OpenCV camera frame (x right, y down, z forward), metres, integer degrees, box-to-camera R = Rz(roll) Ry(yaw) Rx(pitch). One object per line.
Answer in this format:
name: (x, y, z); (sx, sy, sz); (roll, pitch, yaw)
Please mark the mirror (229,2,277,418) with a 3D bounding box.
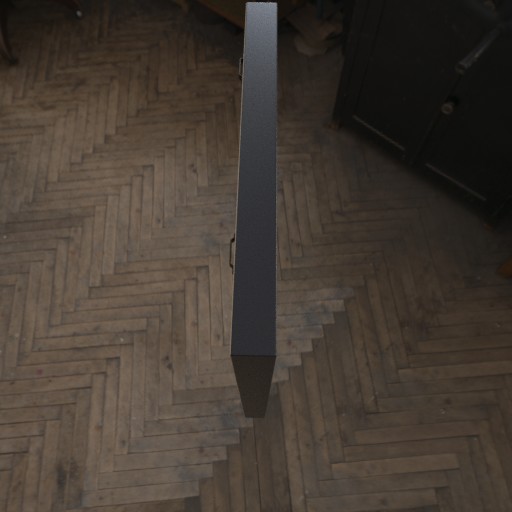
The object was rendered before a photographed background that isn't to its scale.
mirror: (0.000, 0.000, 0.653); (0.041, 0.508, 0.405); (1, 65, 1)
